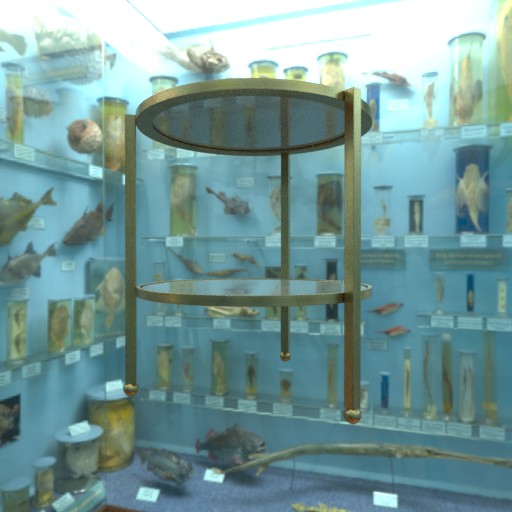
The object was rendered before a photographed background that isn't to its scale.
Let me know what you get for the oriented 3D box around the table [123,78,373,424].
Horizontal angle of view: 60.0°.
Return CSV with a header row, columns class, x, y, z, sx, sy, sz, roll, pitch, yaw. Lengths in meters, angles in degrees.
class,x,y,z,sx,sy,sz,roll,pitch,yaw
table,0.000,0.000,0.454,0.231,0.269,0.243,0,0,19
